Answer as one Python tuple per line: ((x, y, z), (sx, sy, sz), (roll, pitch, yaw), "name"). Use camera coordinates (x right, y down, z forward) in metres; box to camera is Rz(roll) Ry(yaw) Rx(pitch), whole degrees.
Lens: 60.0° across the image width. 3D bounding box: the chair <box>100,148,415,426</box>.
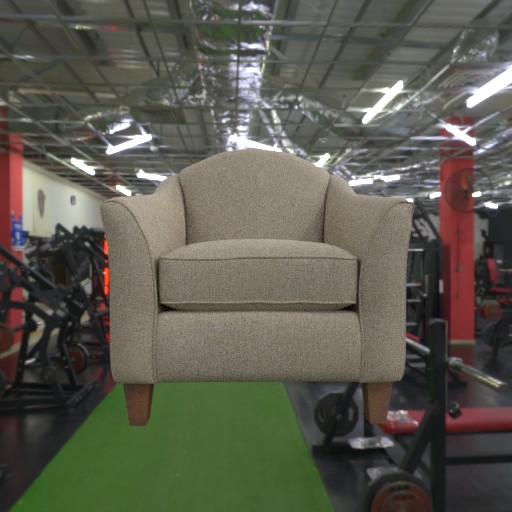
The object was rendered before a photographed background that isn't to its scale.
((0.000, 0.000, 1.435), (0.763, 0.839, 0.787), (0, 1, -1), "chair")
